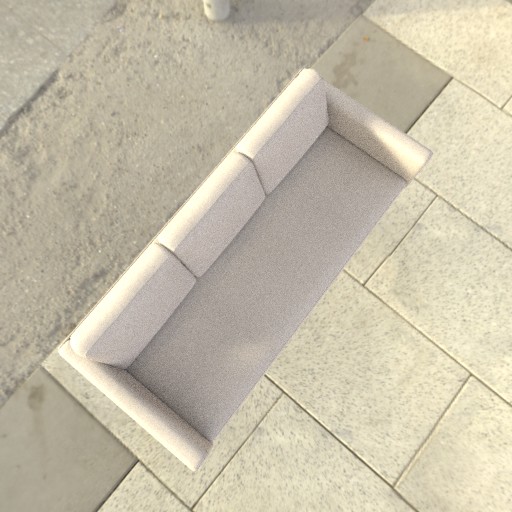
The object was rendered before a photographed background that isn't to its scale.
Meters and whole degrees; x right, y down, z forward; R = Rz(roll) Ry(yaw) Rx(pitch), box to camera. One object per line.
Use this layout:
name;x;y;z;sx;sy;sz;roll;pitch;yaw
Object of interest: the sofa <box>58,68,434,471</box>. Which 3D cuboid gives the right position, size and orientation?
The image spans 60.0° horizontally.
sofa;0.000;0.000;2.687;0.959;0.838;2.210;37;79;9
